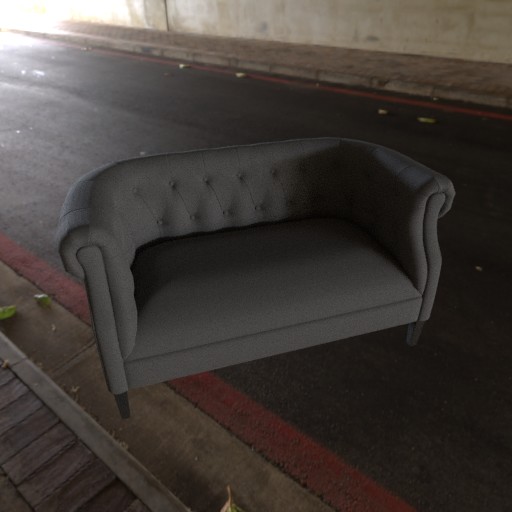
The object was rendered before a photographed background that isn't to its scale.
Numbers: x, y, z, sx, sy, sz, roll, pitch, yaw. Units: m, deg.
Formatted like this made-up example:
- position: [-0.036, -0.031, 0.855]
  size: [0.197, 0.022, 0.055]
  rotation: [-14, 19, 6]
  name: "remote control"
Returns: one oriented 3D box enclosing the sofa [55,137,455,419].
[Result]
- position: [0.000, 0.000, 2.040]
  size: [1.558, 0.827, 0.835]
  rotation: [-10, 34, -15]
  name: "sofa"
